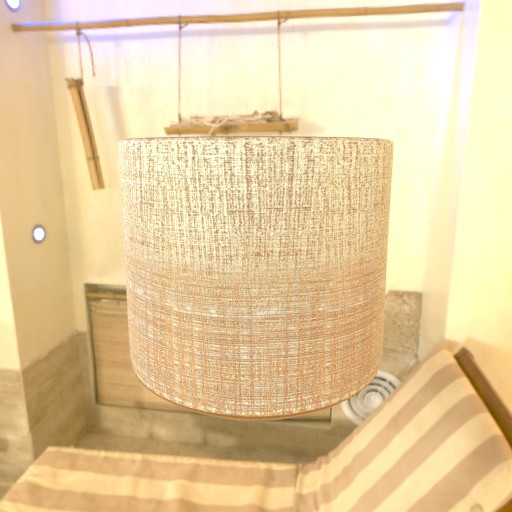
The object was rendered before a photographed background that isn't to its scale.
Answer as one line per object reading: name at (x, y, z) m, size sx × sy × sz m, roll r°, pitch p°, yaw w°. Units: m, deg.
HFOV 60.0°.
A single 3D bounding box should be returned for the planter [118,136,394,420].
planter at (0.000, 0.000, 0.190) m, size 0.109 × 0.096 × 0.109 m, roll 0°, pitch 13°, yaw 0°
